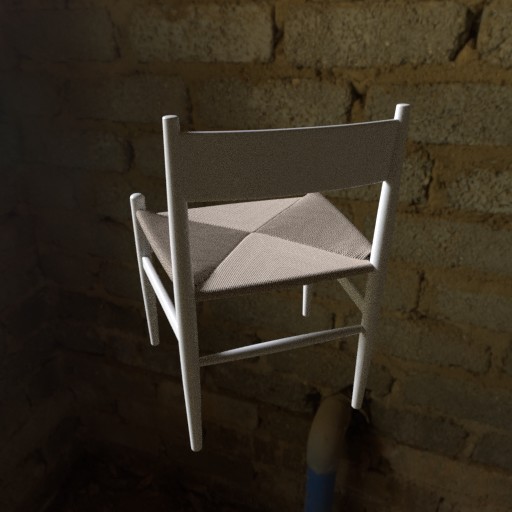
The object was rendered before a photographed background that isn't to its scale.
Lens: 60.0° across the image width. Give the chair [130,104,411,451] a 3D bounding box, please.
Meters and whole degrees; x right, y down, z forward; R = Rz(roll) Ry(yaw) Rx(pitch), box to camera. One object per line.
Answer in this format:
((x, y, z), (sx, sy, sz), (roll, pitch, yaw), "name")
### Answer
((0.000, 0.000, 1.107), (0.556, 0.762, 0.495), (-8, 28, -16), "chair")
